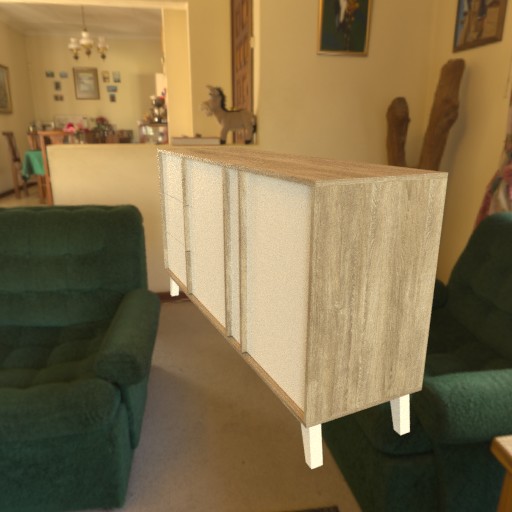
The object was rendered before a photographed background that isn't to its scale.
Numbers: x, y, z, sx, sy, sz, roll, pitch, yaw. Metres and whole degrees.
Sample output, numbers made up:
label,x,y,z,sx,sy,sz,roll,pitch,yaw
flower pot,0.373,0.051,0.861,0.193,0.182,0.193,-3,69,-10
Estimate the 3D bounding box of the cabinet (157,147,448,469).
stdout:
label,x,y,z,sx,sy,sz,roll,pitch,yaw
cabinet,0.000,0.000,1.990,0.450,0.870,1.600,-8,18,-25
